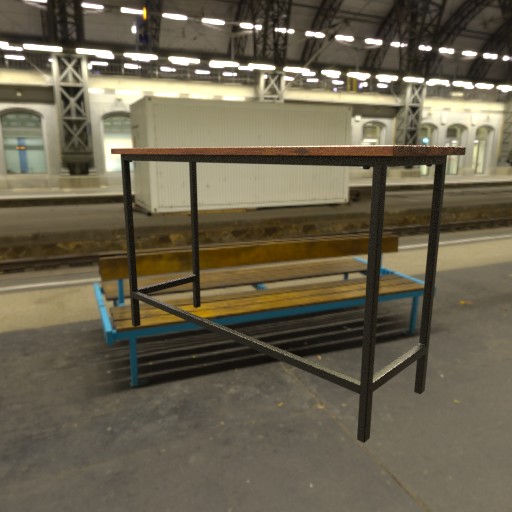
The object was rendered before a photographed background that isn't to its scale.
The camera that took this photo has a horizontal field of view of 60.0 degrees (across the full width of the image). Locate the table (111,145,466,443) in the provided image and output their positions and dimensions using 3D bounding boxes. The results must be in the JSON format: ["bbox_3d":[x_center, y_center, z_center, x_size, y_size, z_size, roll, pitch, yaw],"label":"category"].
[{"bbox_3d":[0.000,0.000,1.559,1.204,0.740,0.408,13,18,43],"label":"table"}]
